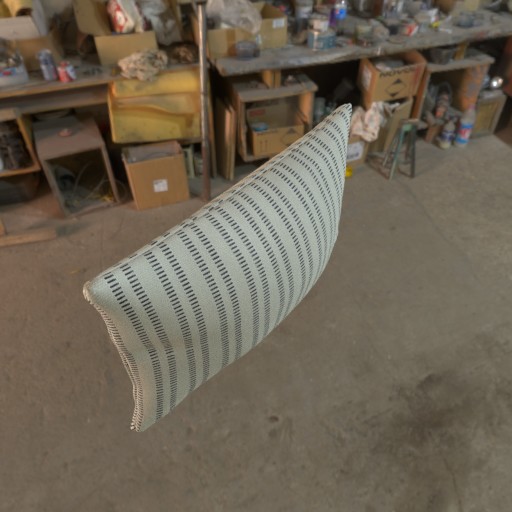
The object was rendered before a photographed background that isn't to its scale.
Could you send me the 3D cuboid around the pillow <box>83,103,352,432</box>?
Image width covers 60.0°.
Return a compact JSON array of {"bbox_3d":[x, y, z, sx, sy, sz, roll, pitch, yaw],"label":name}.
[{"bbox_3d":[0.000,0.000,0.804,0.210,0.353,0.640,27,49,26],"label":"pillow"}]
